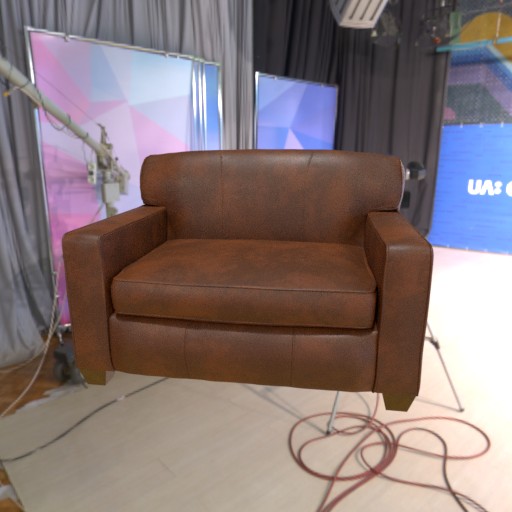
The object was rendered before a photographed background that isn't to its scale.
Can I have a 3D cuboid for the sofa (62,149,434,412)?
[{"bbox_3d":[0.000,0.000,2.067,1.413,0.956,1.000,2,15,9],"label":"sofa"}]
